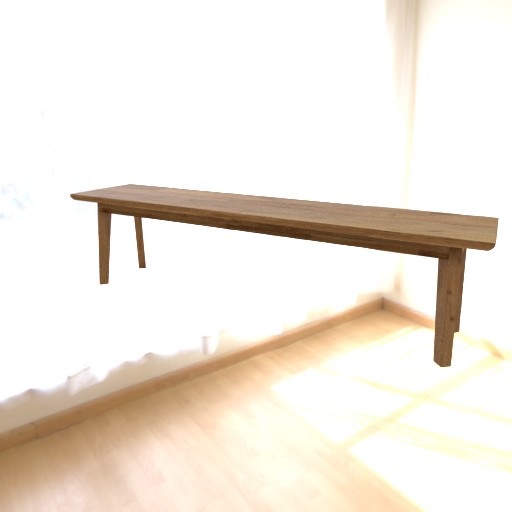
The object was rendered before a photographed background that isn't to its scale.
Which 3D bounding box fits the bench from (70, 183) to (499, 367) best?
[{"bbox_3d":[0.000,0.000,1.819,1.698,0.431,0.378,9,20,27],"label":"bench"}]
